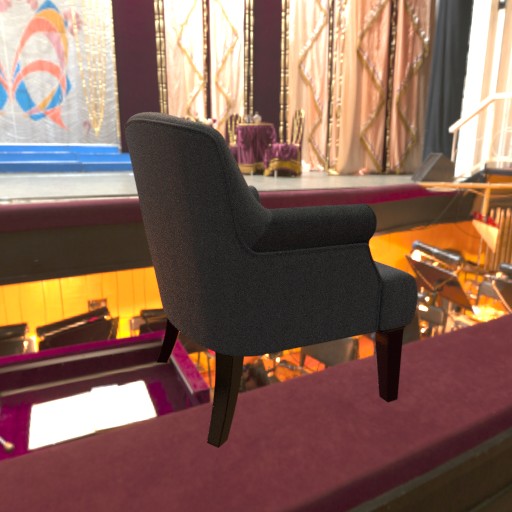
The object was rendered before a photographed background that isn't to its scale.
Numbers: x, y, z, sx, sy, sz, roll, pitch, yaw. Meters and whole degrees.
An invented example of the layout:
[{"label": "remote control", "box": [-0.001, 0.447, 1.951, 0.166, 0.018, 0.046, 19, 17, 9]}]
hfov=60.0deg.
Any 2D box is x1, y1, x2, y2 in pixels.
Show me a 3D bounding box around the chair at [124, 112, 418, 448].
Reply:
[{"label": "chair", "box": [0.000, 0.000, 1.463, 0.754, 0.878, 0.770, -7, 15, -26]}]
